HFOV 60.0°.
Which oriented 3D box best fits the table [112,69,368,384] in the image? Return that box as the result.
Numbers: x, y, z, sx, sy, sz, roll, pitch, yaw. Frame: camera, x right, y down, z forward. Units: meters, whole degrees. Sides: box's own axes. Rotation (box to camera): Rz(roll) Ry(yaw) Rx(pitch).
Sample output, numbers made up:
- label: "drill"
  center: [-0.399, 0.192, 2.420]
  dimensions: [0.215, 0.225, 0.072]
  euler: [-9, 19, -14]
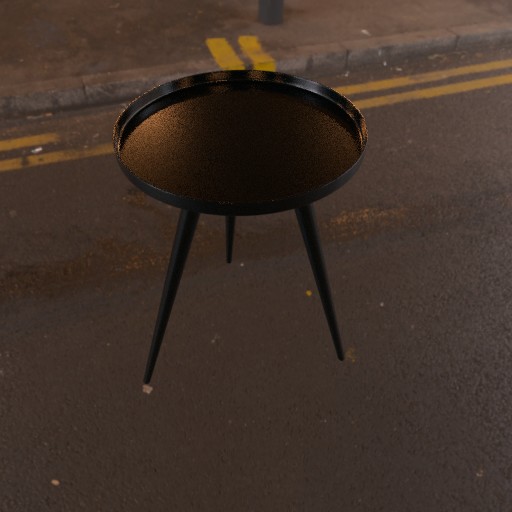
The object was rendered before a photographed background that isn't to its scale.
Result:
- label: "table"
  center: [0.000, 0.000, 0.843]
  dimensions: [0.415, 0.548, 0.403]
  euler: [16, 48, 15]
